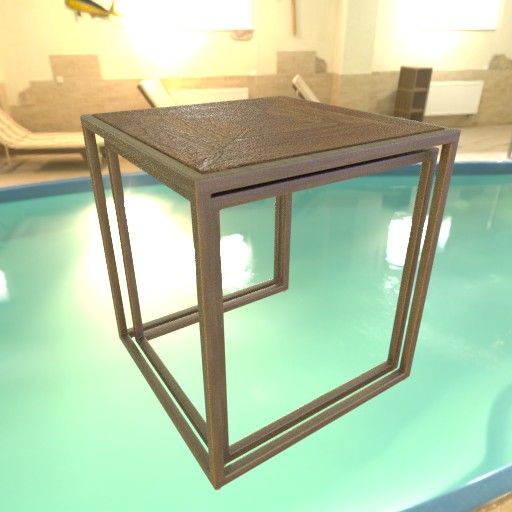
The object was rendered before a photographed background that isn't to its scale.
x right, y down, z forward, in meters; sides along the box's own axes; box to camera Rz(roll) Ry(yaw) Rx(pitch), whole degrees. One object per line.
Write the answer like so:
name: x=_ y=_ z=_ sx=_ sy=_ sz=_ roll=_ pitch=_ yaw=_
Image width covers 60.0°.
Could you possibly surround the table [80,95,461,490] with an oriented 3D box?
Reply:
table: x=0.000 y=0.000 z=0.840 sx=0.449 sy=0.500 sz=0.450 roll=-17 pitch=32 yaw=-30
